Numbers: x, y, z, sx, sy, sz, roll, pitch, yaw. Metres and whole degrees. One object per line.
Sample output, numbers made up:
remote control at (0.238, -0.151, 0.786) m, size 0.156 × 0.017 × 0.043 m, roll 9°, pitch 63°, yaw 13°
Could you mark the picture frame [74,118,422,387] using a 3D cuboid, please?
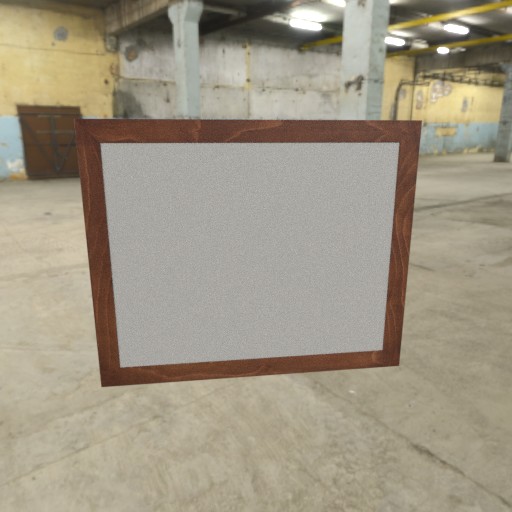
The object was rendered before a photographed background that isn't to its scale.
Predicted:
picture frame at (0.000, 0.000, 0.778) m, size 0.559 × 0.457 × 0.025 m, roll -2°, pitch 15°, yaw -8°
